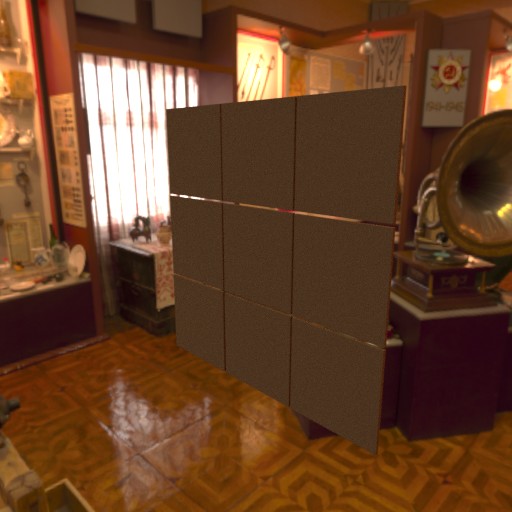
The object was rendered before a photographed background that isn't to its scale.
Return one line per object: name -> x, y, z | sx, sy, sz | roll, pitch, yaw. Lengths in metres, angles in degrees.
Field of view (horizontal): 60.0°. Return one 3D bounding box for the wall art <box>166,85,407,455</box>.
wall art -> 0.000, 0.000, 1.827 | 0.013, 1.216, 1.216 | -13, 19, -42
